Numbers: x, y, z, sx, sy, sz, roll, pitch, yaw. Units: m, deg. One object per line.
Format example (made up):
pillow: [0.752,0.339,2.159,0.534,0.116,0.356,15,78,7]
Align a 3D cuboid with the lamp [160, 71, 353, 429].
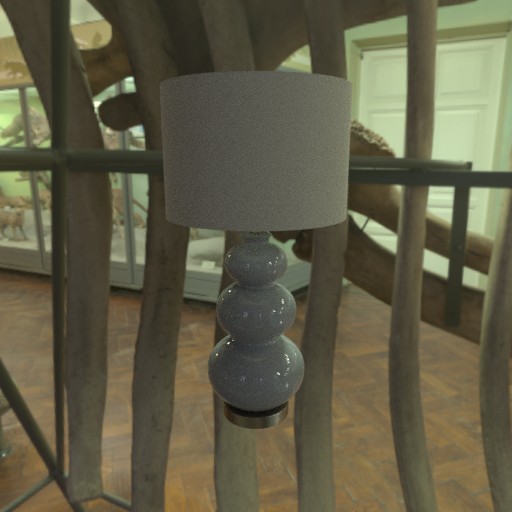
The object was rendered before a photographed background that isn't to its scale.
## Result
lamp: [0.000,0.000,0.941,0.367,0.730,0.367,7,15,27]
